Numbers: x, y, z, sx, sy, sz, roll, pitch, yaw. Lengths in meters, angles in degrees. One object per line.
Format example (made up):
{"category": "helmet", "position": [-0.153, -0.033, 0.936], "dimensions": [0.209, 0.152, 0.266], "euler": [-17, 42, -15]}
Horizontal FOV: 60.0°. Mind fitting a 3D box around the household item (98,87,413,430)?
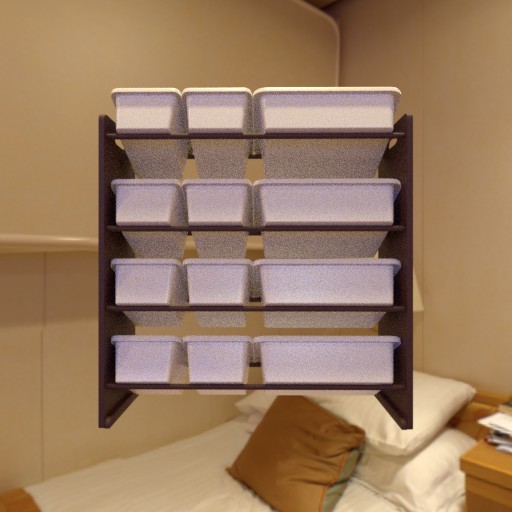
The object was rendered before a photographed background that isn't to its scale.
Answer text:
{"category": "household item", "position": [0.000, 0.000, 1.296], "dimensions": [0.787, 0.864, 0.389], "euler": [0, 0, 1]}
